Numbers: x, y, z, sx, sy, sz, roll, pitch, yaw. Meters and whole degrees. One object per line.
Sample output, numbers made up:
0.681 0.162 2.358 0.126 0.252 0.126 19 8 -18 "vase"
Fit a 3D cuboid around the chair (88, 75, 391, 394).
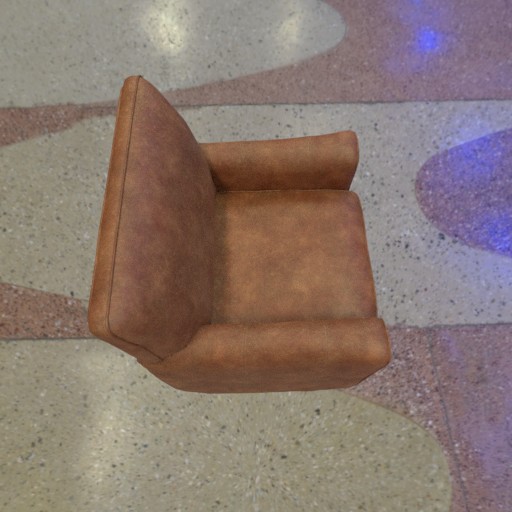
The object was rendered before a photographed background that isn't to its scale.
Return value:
0.000 0.000 1.604 0.823 0.943 0.870 -1 64 -1 "chair"
